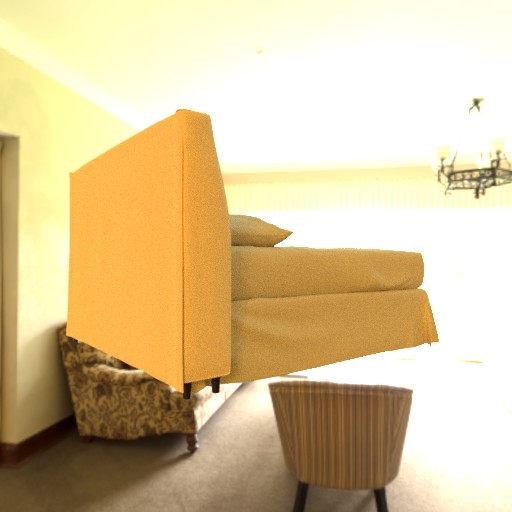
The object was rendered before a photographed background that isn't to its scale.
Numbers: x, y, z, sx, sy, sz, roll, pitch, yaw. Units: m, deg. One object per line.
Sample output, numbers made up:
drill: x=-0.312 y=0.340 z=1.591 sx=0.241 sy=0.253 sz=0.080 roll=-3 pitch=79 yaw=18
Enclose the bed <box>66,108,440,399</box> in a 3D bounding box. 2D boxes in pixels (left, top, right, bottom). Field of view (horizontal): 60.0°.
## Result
bed: x=0.000 y=0.000 z=3.391 sx=2.276 sy=1.332 sz=1.925 roll=0 pitch=-1 yaw=-37
